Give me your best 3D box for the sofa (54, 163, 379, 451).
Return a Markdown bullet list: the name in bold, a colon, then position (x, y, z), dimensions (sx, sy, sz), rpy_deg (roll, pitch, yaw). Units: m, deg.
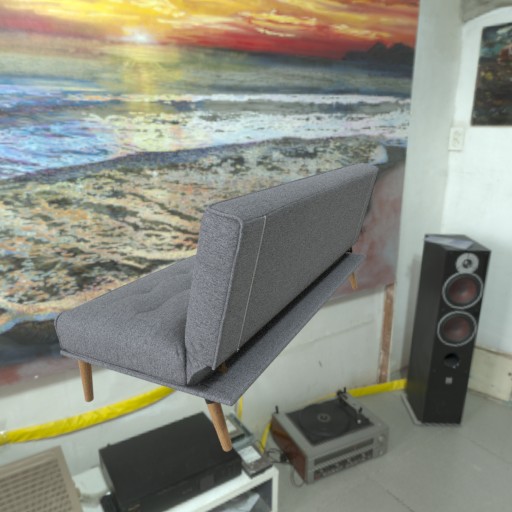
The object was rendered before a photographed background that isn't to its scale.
- **sofa**: position (0.000, 0.000, 2.238), dimensions (0.810, 0.830, 1.820), rpy_deg (8, 18, 25)
